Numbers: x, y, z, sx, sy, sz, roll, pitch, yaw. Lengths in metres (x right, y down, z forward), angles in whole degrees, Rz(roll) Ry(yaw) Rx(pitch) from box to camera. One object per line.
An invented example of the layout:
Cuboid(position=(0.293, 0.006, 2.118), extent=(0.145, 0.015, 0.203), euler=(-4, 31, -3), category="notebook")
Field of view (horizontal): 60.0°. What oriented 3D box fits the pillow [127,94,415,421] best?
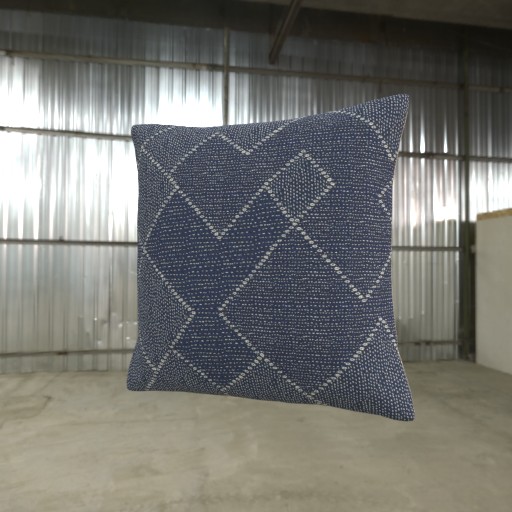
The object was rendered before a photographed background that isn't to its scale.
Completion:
Cuboid(position=(0.000, 0.000, 0.649), extent=(0.435, 0.428, 0.148), euler=(0, -1, 19), category="pillow")
